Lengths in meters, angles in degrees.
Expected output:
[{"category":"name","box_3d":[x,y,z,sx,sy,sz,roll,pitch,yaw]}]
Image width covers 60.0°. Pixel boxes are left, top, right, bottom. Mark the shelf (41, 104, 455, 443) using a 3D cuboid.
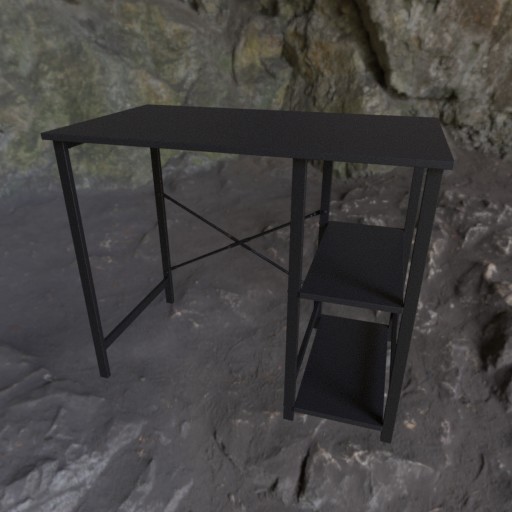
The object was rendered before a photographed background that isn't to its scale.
[{"category":"shelf","box_3d":[0.000,0.000,1.298,0.902,0.749,0.498,8,28,15]}]
